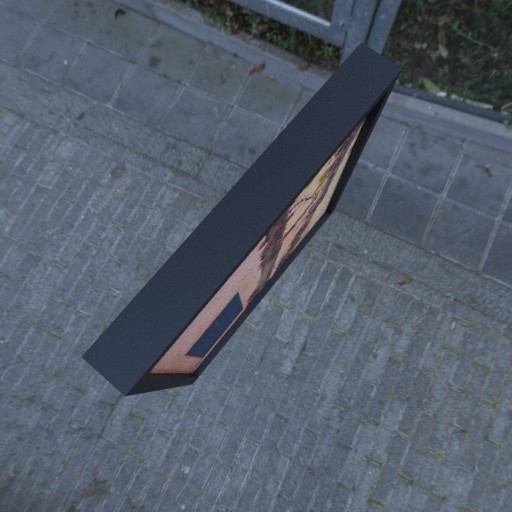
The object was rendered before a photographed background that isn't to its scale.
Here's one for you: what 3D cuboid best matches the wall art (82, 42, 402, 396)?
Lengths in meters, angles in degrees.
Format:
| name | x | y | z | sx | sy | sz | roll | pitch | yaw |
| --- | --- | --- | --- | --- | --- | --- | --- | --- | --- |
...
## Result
| name | x | y | z | sx | sy | sz | roll | pitch | yaw |
| --- | --- | --- | --- | --- | --- | --- | --- | --- | --- |
| wall art | 0.000 | 0.000 | 0.455 | 0.038 | 0.304 | 0.305 | 38 | 78 | 9 |
